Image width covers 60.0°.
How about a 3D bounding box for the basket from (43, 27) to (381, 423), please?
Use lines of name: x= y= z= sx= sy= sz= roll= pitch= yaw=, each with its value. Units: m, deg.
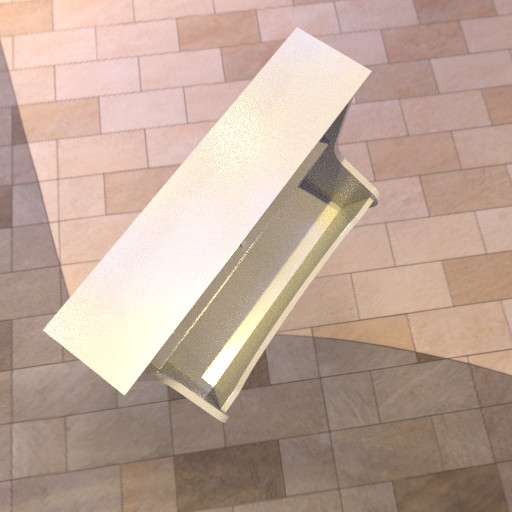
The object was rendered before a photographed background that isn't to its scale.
basket: x=0.000 y=0.000 z=1.114 sx=0.350 sy=0.600 sz=0.780 roll=35 pitch=78 yaw=9
